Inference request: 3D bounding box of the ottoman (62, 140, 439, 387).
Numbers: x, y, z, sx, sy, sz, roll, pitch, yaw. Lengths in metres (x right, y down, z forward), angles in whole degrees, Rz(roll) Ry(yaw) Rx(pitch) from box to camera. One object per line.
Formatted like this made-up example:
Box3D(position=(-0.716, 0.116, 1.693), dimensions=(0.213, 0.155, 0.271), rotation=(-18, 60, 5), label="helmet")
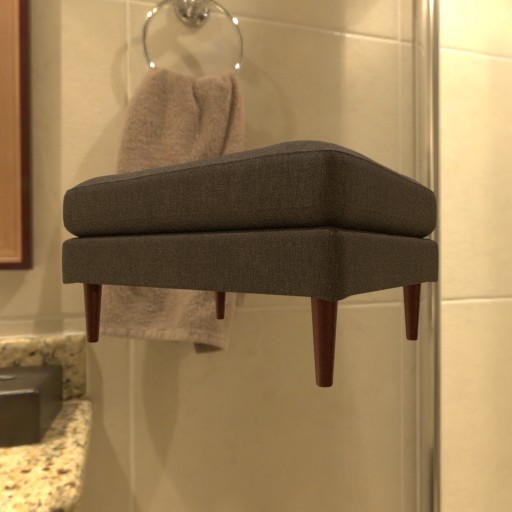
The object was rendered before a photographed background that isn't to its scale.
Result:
Box3D(position=(0.000, 0.000, 1.238), dimensions=(0.821, 0.474, 0.693), rotation=(0, 0, 36), label="ottoman")
